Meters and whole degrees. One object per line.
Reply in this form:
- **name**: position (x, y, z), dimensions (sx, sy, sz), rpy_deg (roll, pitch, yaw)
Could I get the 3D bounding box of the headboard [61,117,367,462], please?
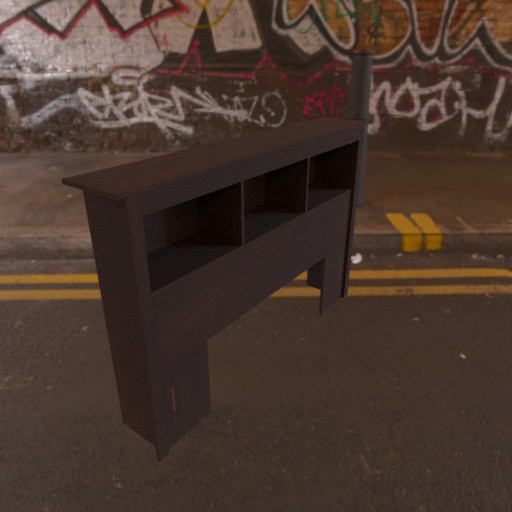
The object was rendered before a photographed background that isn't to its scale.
- **headboard**: position (0.000, 0.000, 2.158), dimensions (0.279, 1.092, 1.671), rpy_deg (18, 31, 33)
